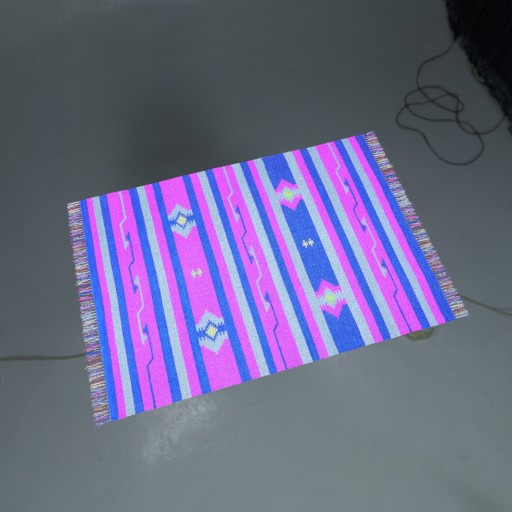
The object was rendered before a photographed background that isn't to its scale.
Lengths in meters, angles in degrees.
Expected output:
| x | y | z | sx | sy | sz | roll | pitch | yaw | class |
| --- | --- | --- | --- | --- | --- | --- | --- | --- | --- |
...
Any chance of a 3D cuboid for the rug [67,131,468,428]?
| x | y | z | sx | sy | sz | roll | pitch | yaw | class |
| --- | --- | --- | --- | --- | --- | --- | --- | --- | --- |
| 0.000 | 0.000 | 2.932 | 2.350 | 0.013 | 1.539 | -15 | 65 | -7 | rug |
